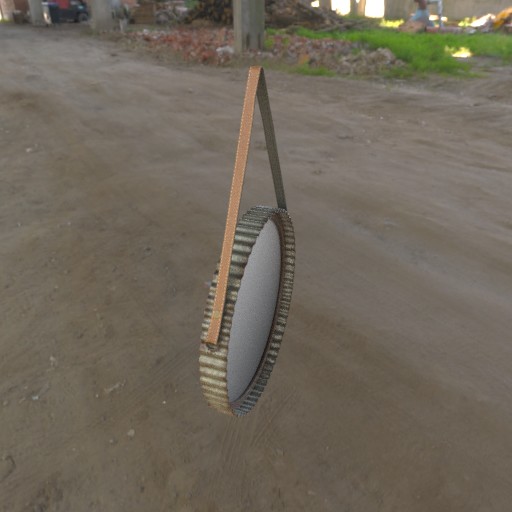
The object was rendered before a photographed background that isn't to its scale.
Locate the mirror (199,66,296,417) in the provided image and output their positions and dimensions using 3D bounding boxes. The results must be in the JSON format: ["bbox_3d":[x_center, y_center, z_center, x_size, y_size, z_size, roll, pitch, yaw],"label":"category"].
[{"bbox_3d":[0.000,0.000,0.716,0.042,0.568,0.355,10,31,17],"label":"mirror"}]
